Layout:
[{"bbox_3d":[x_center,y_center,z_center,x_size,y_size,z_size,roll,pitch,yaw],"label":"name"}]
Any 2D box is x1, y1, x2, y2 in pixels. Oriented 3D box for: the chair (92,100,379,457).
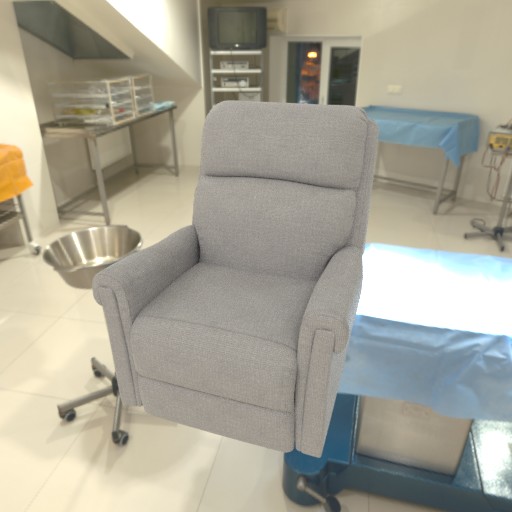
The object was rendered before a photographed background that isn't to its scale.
[{"bbox_3d":[0.000,0.000,1.728,0.838,1.054,1.014,9,28,17],"label":"chair"}]
